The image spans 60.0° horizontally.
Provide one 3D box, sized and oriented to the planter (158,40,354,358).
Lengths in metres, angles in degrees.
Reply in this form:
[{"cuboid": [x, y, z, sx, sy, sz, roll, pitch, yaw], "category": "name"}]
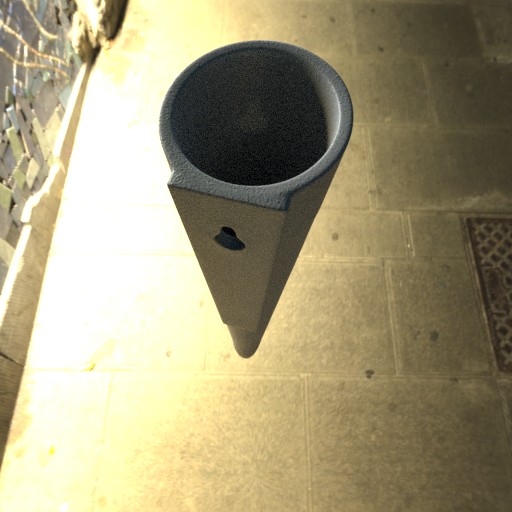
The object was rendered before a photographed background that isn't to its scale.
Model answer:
[{"cuboid": [0.000, 0.000, 0.216, 0.057, 0.191, 0.064, 14, 64, 7], "category": "planter"}]
